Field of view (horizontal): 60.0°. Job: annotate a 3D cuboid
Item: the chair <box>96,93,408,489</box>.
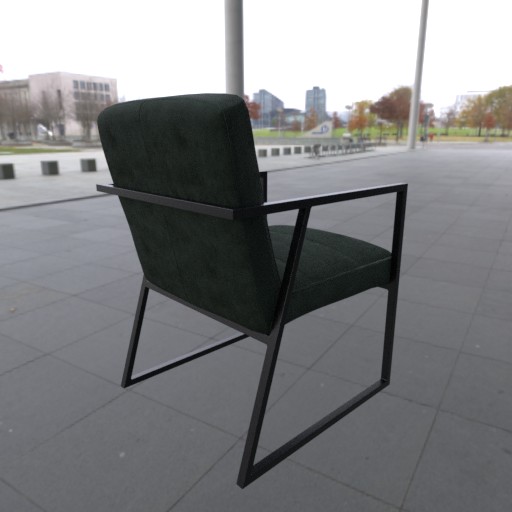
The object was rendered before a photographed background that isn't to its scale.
[{"bbox_3d":[0.000,0.000,1.267,0.677,0.833,0.571,-14,21,-41],"label":"chair"}]
